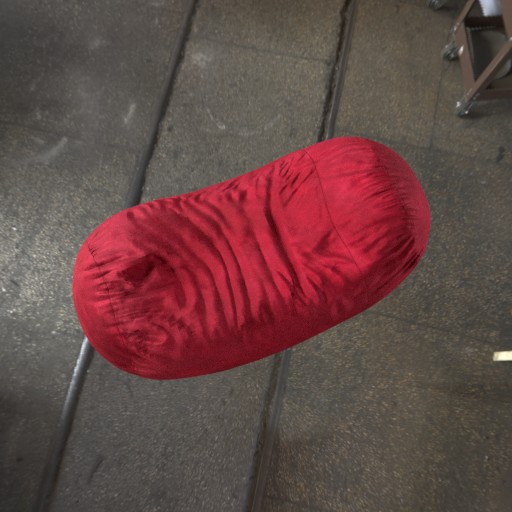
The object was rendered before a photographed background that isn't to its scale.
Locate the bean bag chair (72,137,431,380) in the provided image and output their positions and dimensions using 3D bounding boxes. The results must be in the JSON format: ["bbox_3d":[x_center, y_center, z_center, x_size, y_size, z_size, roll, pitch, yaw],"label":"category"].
[{"bbox_3d":[0.000,0.000,2.828,2.293,0.867,1.216,-20,76,-5],"label":"bean bag chair"}]
